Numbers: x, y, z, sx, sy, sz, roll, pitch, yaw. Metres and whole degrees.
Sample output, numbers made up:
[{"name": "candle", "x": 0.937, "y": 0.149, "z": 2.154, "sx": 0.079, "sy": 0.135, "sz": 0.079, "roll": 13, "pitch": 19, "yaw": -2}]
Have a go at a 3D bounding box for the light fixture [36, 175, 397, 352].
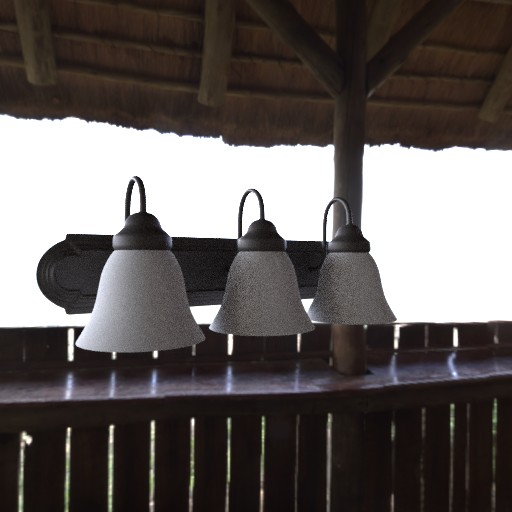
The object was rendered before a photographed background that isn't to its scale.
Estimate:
[{"name": "light fixture", "x": 0.000, "y": 0.000, "z": 0.709, "sx": 0.610, "sy": 0.222, "sz": 0.199, "roll": 0, "pitch": 0, "yaw": -34}]
